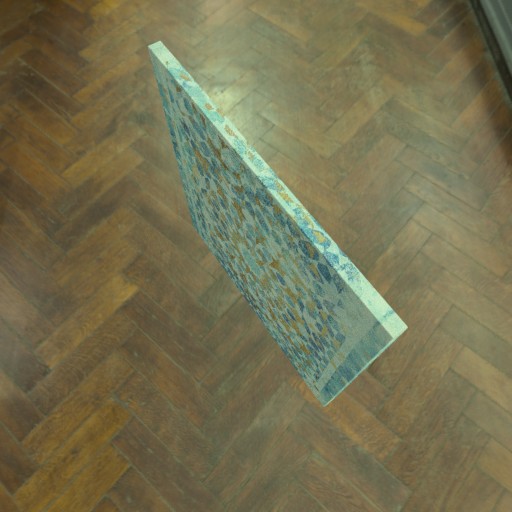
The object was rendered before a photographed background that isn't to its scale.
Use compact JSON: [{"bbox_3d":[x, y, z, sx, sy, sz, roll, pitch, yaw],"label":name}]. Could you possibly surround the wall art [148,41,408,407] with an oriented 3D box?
[{"bbox_3d":[0.000,0.000,1.370,0.040,0.916,0.916,-32,68,-14],"label":"wall art"}]
